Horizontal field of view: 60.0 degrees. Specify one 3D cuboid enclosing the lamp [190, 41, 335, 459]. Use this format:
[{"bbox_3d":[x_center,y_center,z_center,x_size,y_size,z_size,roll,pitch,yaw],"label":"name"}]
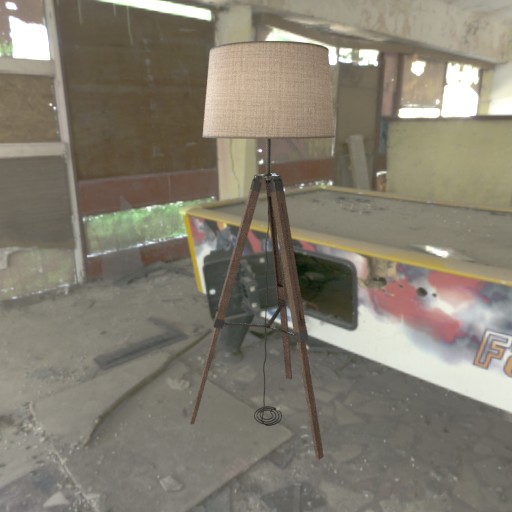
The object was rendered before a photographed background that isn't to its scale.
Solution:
[{"bbox_3d":[0.000,0.000,1.781,0.587,1.510,0.604,-3,17,-9],"label":"lamp"}]
